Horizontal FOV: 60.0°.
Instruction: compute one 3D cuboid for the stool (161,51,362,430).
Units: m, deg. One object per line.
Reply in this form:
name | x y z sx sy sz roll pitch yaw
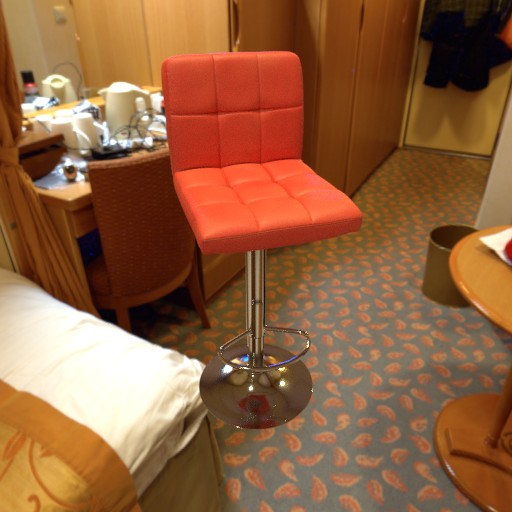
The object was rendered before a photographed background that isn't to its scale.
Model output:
stool | 0.000 0.000 1.383 0.430 1.115 0.505 -9 32 -15
